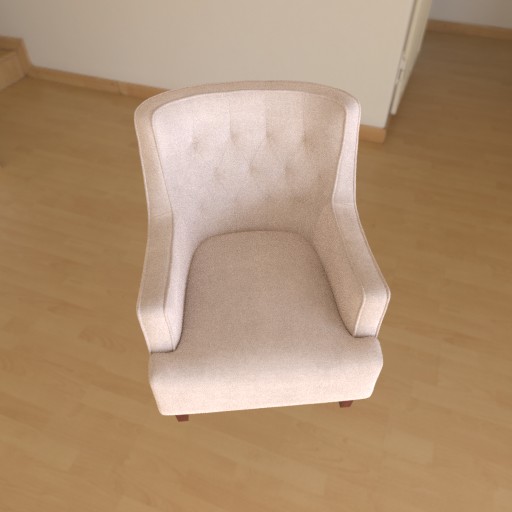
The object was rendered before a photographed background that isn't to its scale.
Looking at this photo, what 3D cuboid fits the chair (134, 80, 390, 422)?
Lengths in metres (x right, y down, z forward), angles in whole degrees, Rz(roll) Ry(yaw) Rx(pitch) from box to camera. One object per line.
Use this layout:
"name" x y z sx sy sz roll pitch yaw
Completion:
"chair" 0.000 0.000 1.622 0.781 0.920 0.910 -4 46 -3
